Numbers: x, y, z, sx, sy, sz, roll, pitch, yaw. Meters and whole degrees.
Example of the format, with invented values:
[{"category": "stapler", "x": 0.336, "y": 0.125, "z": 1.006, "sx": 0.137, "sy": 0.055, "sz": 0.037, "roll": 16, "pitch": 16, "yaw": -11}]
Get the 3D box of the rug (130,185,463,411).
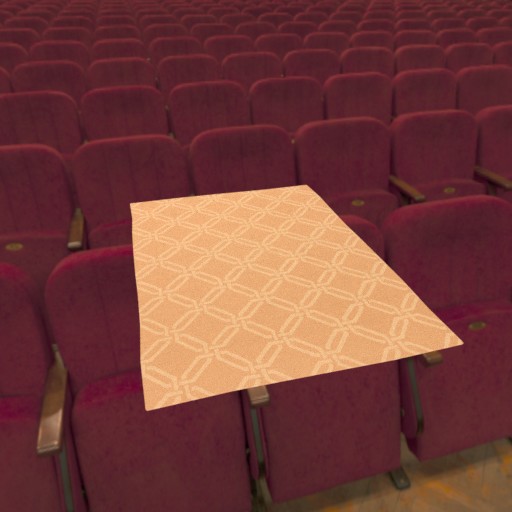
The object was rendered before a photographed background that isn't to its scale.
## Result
[{"category": "rug", "x": 0.000, "y": 0.000, "z": 2.848, "sx": 1.524, "sy": 0.013, "sz": 2.135, "roll": -8, "pitch": 32, "yaw": -13}]
